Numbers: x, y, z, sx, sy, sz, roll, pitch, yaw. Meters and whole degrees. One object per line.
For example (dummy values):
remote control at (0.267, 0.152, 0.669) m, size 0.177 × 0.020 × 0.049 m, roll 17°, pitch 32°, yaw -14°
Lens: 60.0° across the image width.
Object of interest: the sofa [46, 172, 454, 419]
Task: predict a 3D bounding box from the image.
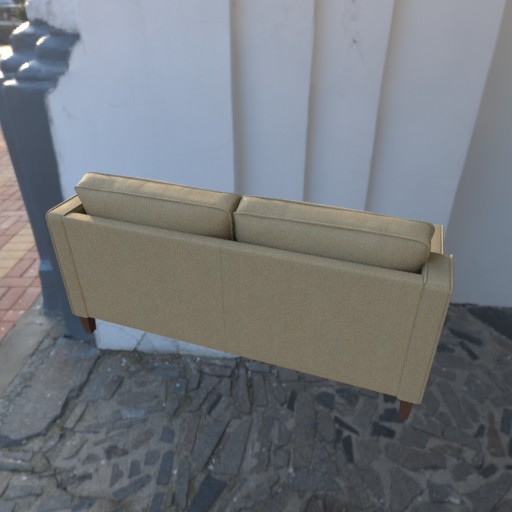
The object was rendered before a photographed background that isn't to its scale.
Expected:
sofa at (0.000, 0.000, 2.812) m, size 2.178 × 1.071 × 1.066 m, roll 11°, pitch 33°, yaw 17°
